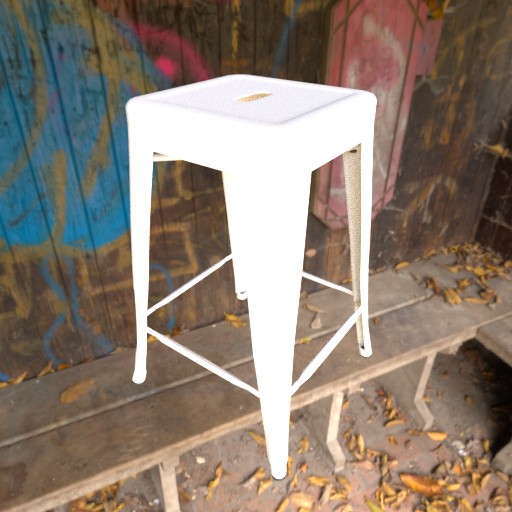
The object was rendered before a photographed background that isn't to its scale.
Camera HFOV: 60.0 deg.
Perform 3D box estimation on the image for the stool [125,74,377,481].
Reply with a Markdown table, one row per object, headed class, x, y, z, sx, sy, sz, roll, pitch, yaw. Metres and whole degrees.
| class | x | y | z | sx | sy | sz | roll | pitch | yaw |
| --- | --- | --- | --- | --- | --- | --- | --- | --- | --- |
| stool | 0.000 | 0.000 | 0.872 | 0.406 | 0.610 | 0.406 | 21 | 38 | 30 |
